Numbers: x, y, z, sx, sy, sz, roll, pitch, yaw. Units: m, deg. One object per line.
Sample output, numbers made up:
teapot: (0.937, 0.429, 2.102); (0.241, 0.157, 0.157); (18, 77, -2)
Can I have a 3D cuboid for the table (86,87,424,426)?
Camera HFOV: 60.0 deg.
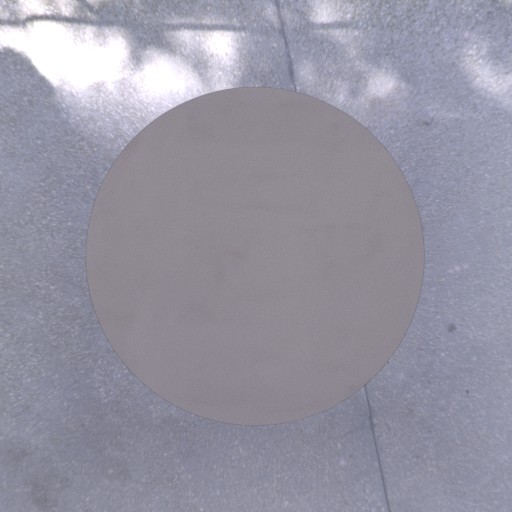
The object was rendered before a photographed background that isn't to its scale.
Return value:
table: (0.000, 0.000, 0.872); (0.499, 0.443, 0.499); (0, 90, 1)
